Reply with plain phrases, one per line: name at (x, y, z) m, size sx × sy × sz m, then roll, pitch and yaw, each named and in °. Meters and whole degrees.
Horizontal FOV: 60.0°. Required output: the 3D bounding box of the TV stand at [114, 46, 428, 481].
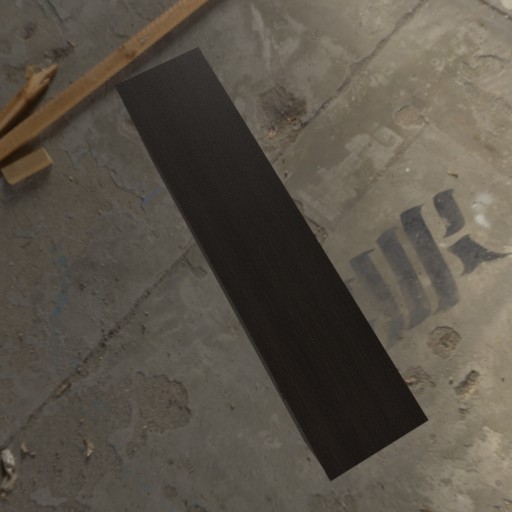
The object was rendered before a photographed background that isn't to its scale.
TV stand at (0.000, 0.000, 2.030) m, size 0.406 × 0.610 × 1.778 m, roll -28°, pitch 77°, yaw -7°
